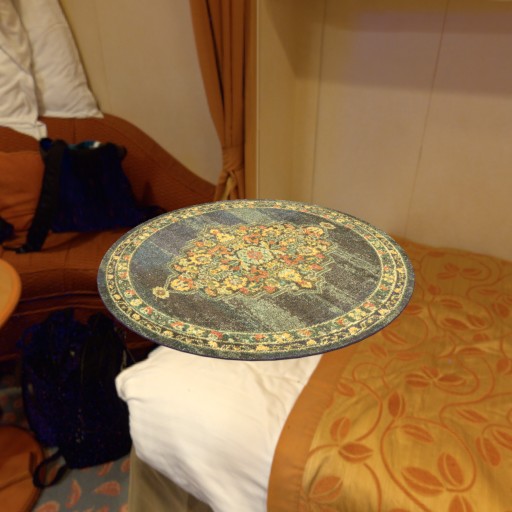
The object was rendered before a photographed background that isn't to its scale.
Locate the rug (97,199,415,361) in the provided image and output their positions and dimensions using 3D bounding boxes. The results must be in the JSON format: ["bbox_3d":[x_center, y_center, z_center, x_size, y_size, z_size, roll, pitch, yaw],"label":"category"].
[{"bbox_3d":[0.000,0.000,3.485,2.386,0.014,2.386,0,29,0],"label":"rug"}]
